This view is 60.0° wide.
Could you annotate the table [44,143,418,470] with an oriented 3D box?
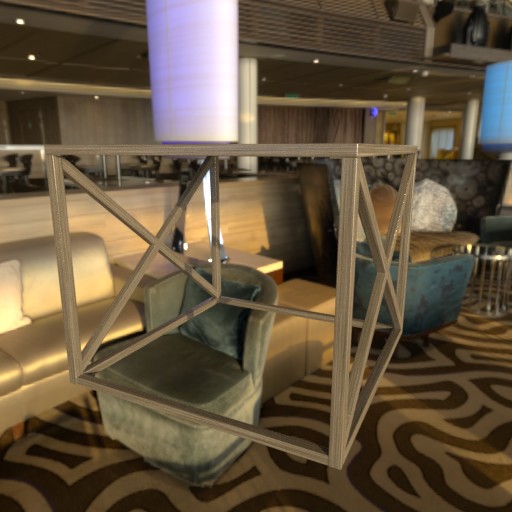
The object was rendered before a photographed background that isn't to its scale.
[{"bbox_3d":[0.000,0.000,1.047,0.609,0.507,0.611,7,15,26],"label":"table"}]
